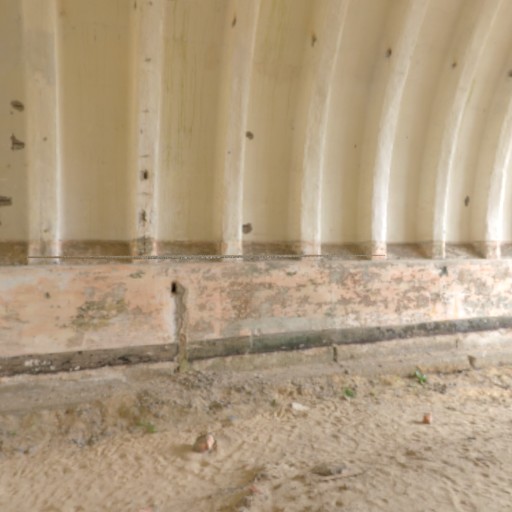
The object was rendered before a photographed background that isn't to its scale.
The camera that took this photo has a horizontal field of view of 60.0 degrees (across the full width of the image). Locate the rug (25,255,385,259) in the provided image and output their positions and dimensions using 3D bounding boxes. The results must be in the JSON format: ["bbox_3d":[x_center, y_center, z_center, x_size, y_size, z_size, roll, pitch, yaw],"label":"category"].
[{"bbox_3d":[0.000,0.000,2.729,0.783,0.006,2.438,0,0,35],"label":"rug"}]
